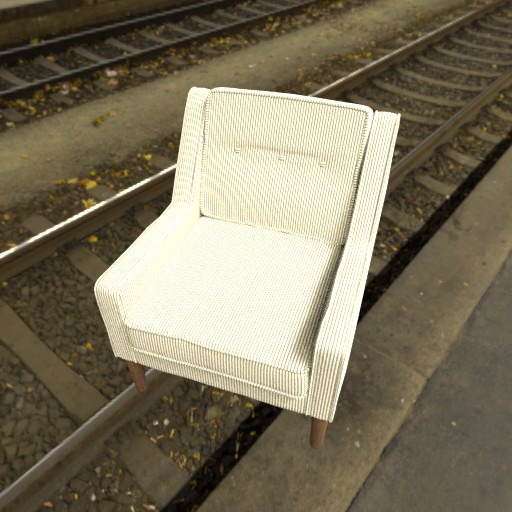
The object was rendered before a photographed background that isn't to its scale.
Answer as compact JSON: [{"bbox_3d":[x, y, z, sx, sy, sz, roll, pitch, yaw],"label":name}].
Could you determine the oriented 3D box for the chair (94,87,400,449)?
[{"bbox_3d":[0.000,0.000,1.345,0.663,0.792,0.743,13,43,14],"label":"chair"}]
